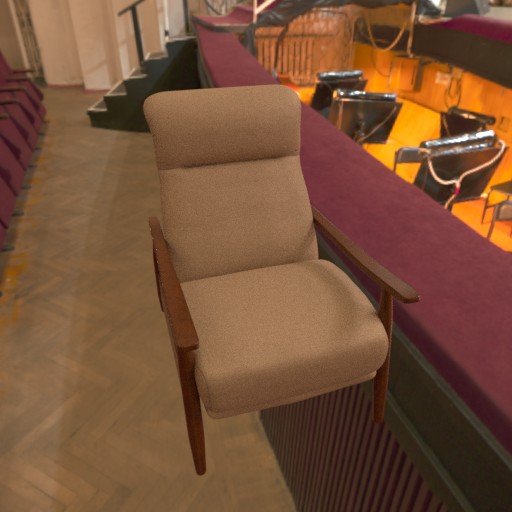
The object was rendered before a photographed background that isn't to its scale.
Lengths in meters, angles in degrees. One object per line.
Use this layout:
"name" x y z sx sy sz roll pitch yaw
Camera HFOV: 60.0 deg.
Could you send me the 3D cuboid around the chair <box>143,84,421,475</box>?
"chair" 0.000 0.000 1.736 0.762 1.082 1.030 -9 33 -15
